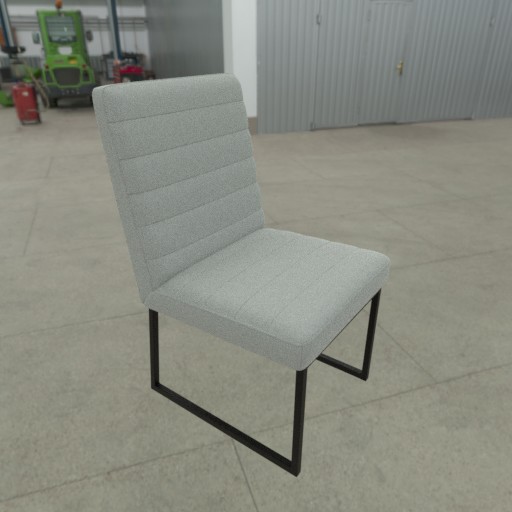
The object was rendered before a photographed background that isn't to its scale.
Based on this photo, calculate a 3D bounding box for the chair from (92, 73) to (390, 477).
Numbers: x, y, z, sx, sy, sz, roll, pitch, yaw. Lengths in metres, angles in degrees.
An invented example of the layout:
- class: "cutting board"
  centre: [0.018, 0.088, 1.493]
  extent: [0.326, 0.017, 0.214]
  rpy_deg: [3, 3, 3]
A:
- class: "chair"
  centre: [0.000, 0.000, 1.273]
  extent: [0.634, 0.930, 0.520]
  rpy_deg: [18, 32, 32]
